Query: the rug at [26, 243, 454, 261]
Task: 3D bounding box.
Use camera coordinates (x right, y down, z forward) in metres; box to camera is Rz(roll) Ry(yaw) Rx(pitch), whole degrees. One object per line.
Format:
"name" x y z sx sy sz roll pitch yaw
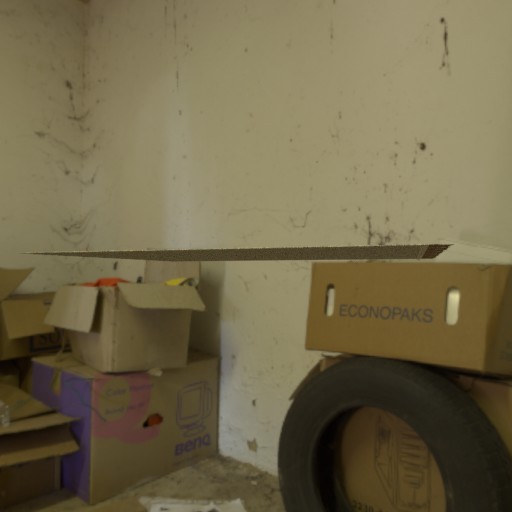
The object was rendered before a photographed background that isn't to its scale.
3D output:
"rug" 0.000 0.000 3.428 2.651 0.010 1.971 -1 -2 19
